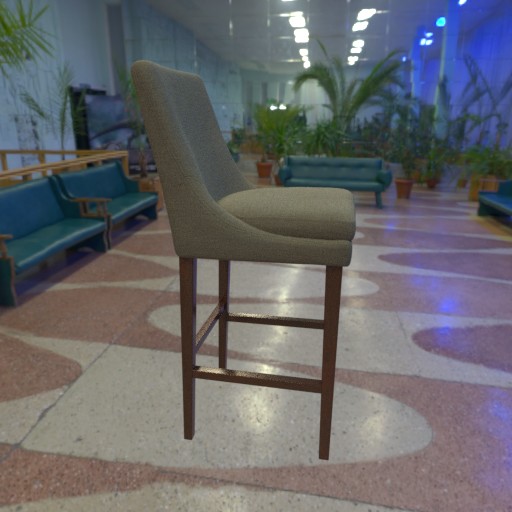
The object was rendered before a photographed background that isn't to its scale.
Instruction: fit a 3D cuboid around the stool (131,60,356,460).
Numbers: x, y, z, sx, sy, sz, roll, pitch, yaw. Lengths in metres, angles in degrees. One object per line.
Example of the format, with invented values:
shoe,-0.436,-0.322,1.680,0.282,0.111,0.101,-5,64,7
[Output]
stool,0.000,0.000,1.361,0.577,1.078,0.470,3,18,11
